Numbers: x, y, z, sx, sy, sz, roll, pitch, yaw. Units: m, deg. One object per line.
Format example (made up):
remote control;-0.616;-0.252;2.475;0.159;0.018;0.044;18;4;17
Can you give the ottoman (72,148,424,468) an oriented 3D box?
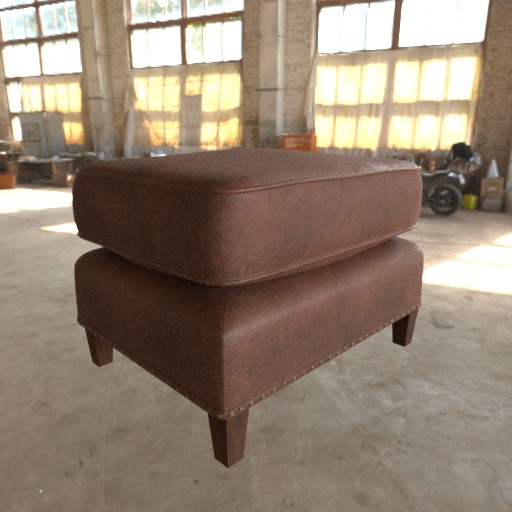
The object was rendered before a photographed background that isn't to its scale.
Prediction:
ottoman;0.000;0.000;1.136;0.738;0.537;0.589;-15;22;-43
